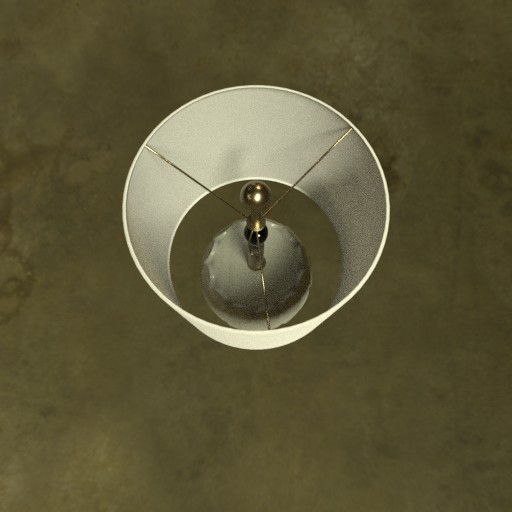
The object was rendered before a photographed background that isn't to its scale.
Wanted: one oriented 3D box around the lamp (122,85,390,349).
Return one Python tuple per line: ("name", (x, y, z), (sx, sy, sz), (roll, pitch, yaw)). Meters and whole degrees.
("lamp", (0.000, 0.000, 0.618), (0.254, 0.452, 0.254), (0, 75, 0))
